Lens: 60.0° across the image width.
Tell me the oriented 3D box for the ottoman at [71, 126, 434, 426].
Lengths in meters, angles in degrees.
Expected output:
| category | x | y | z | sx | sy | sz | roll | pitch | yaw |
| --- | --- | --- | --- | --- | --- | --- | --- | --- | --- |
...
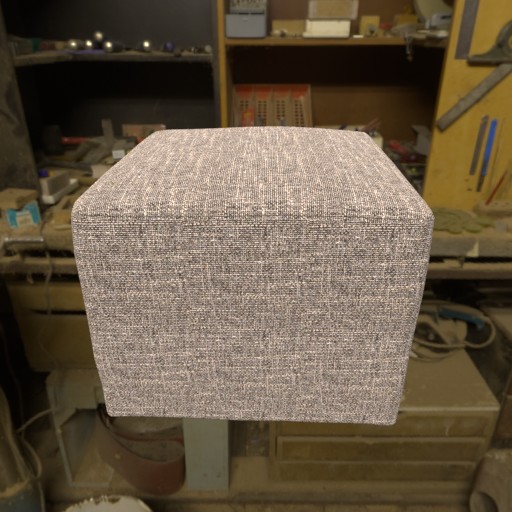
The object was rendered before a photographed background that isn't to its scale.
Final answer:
| category | x | y | z | sx | sy | sz | roll | pitch | yaw |
| --- | --- | --- | --- | --- | --- | --- | --- | --- | --- |
| ottoman | 0.000 | 0.000 | 0.903 | 0.512 | 0.453 | 0.521 | 1 | 28 | 2 |
